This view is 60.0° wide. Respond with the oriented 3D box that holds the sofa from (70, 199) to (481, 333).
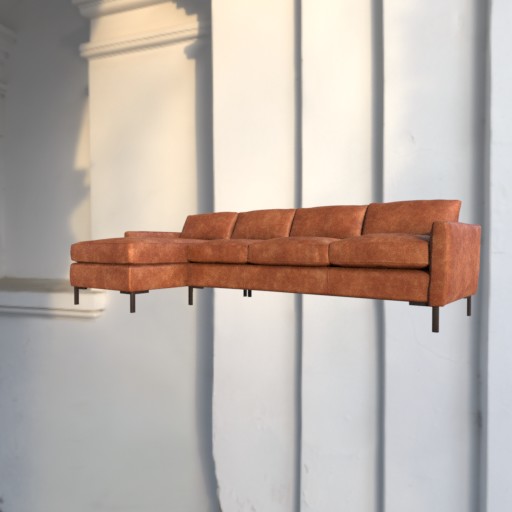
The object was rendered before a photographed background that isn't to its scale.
[{"bbox_3d":[0.000,0.000,3.519,2.993,0.859,1.471,1,1,37],"label":"sofa"}]
